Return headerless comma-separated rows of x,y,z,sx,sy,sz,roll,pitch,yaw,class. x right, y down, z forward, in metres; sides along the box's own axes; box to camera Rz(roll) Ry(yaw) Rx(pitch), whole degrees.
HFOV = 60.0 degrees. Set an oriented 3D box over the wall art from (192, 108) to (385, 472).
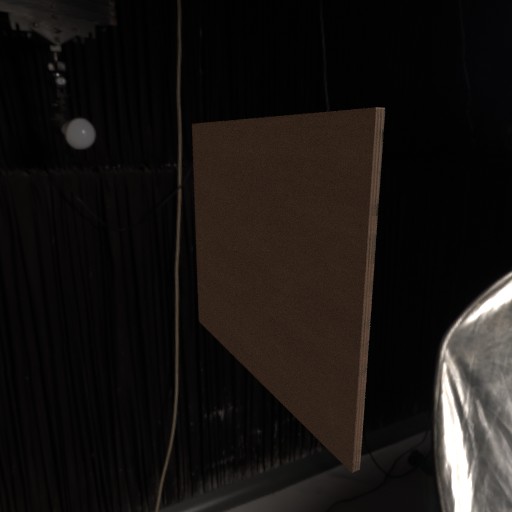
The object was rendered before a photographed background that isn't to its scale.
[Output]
0.000,0.000,0.689,0.012,0.408,0.508,-8,17,-27,wall art
